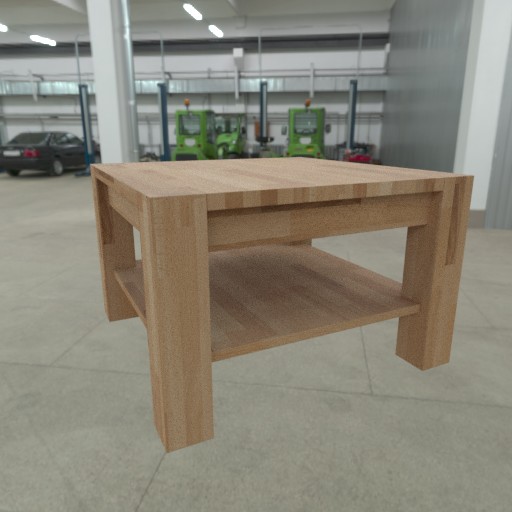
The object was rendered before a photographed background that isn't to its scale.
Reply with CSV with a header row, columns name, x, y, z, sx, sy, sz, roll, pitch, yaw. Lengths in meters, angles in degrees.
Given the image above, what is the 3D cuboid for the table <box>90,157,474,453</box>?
name,x,y,z,sx,sy,sz,roll,pitch,yaw
table,0.000,0.000,1.165,0.700,0.451,0.700,-8,18,-25
